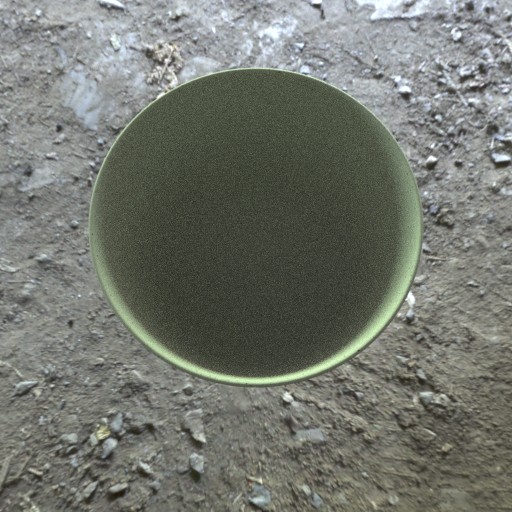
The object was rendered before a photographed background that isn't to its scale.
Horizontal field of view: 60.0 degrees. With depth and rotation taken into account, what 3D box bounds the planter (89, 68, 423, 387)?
[{"bbox_3d":[0.000,0.000,0.361,0.195,0.214,0.195,0,77,0],"label":"planter"}]
